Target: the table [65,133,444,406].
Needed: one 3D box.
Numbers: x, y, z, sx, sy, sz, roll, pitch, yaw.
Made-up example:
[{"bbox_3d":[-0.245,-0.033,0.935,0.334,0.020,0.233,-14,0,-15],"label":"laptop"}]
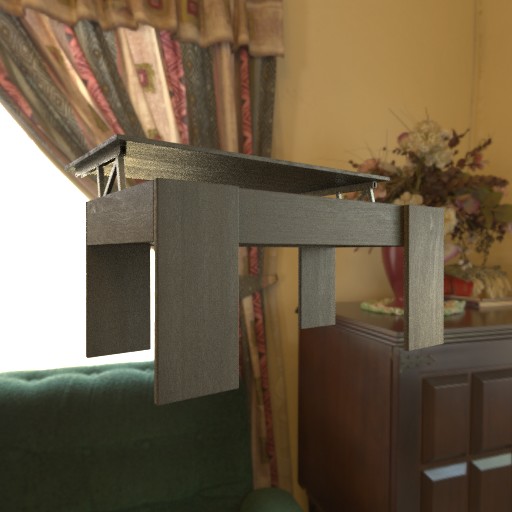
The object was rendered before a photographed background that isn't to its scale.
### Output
[{"bbox_3d":[0.000,0.000,1.430,1.000,0.570,0.711,0,1,-36],"label":"table"}]
